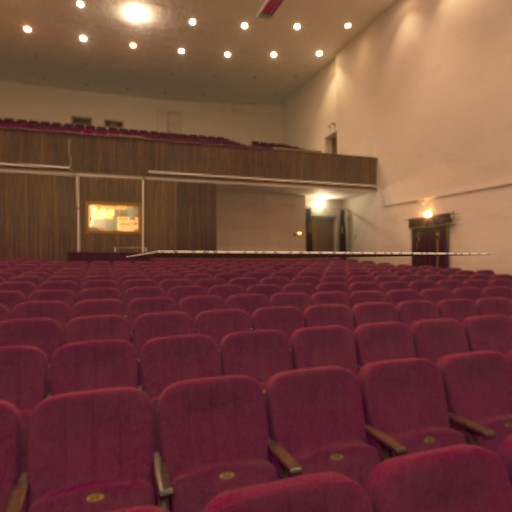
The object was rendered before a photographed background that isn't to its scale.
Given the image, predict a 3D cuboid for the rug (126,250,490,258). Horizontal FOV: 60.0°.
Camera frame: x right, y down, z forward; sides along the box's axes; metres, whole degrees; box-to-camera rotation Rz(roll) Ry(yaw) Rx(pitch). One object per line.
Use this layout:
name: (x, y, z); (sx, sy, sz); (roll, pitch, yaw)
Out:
rug: (0.000, 0.000, 2.317); (1.220, 0.008, 1.824); (0, -1, -19)
